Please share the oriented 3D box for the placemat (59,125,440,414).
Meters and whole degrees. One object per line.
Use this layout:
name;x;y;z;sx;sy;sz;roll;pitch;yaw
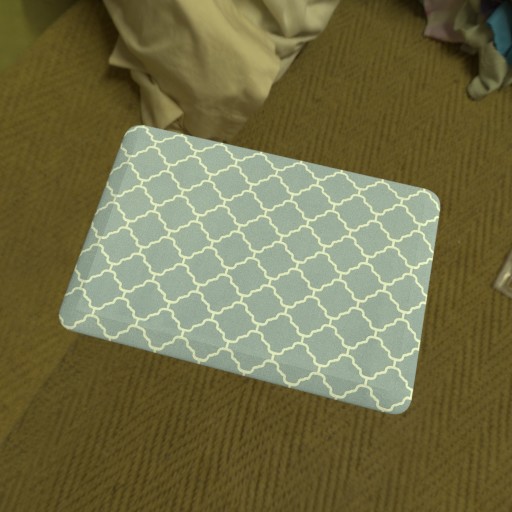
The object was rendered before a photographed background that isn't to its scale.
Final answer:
placemat;0.000;0.000;0.978;0.762;0.021;0.508;14;75;4
